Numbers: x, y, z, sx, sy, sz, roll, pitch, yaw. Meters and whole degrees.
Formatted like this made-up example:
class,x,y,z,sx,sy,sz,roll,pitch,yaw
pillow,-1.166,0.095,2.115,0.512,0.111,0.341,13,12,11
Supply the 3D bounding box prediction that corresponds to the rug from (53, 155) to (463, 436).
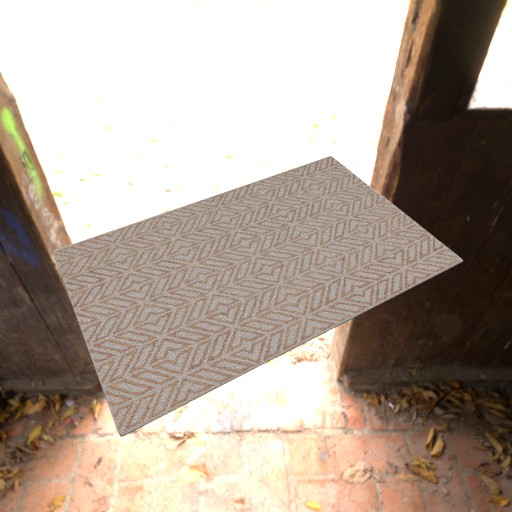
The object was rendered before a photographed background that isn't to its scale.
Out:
class,x,y,z,sx,sy,sz,roll,pitch,yaw
rug,0.000,0.000,3.093,2.438,0.008,1.523,-22,50,-20
